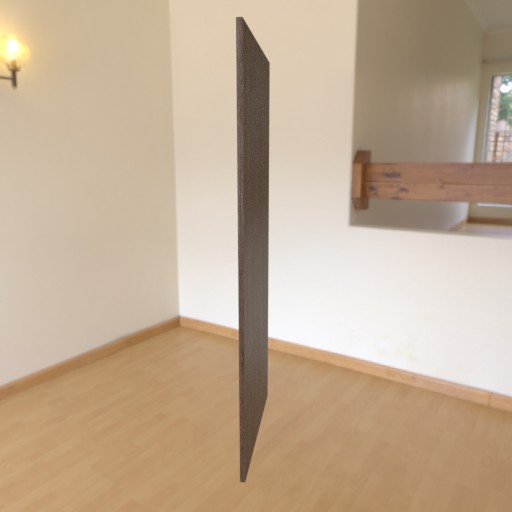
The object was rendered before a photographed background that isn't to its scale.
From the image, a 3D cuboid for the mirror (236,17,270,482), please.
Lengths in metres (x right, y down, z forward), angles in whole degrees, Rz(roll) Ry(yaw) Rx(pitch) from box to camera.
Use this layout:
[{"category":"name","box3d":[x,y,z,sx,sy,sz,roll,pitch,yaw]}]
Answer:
[{"category":"mirror","box3d":[0.000,0.000,2.292,0.025,2.032,0.812,2,12,9]}]
